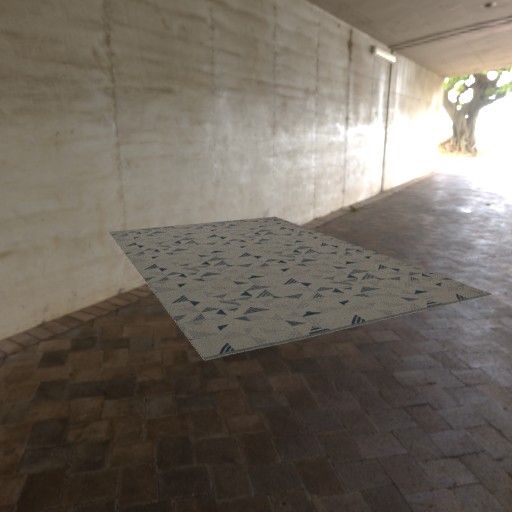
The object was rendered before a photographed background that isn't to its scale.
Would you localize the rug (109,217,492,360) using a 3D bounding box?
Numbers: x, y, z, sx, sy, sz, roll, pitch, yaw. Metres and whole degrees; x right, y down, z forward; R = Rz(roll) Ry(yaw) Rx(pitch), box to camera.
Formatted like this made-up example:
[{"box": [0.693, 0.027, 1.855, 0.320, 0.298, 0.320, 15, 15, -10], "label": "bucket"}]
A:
[{"box": [0.000, 0.000, 2.295, 1.206, 0.003, 1.835, -8, 17, -25], "label": "rug"}]
